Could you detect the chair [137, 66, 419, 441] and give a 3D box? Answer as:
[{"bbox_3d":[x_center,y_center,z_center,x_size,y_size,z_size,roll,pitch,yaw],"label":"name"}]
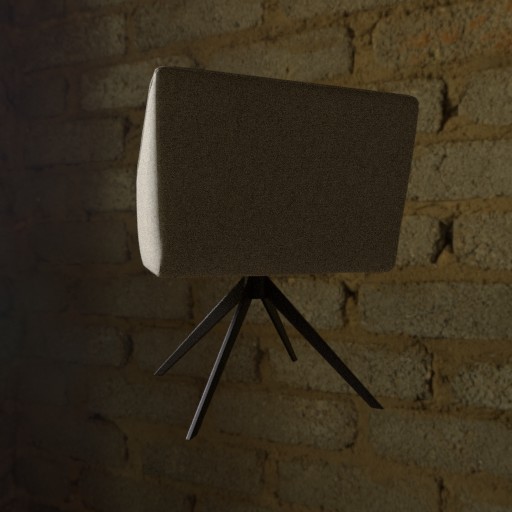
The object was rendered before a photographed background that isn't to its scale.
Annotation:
[{"bbox_3d":[0.000,0.000,1.246,0.628,0.760,0.623,-1,2,-18],"label":"chair"}]
